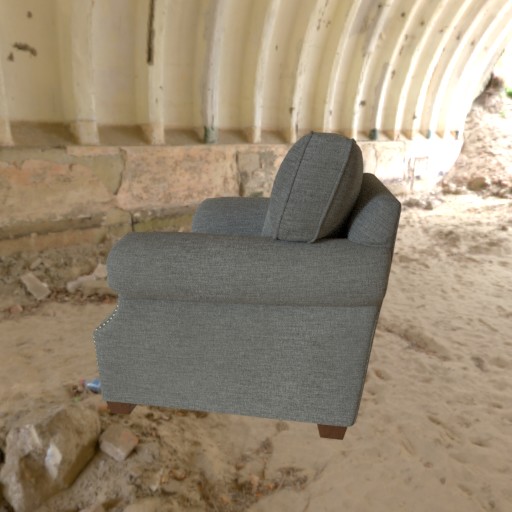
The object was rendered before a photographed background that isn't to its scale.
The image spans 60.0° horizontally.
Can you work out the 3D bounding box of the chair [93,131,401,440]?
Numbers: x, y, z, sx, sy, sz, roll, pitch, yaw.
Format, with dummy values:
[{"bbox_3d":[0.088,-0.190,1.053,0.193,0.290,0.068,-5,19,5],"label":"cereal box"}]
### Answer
[{"bbox_3d":[0.000,0.000,1.785,0.965,0.961,1.092,3,15,10],"label":"chair"}]
